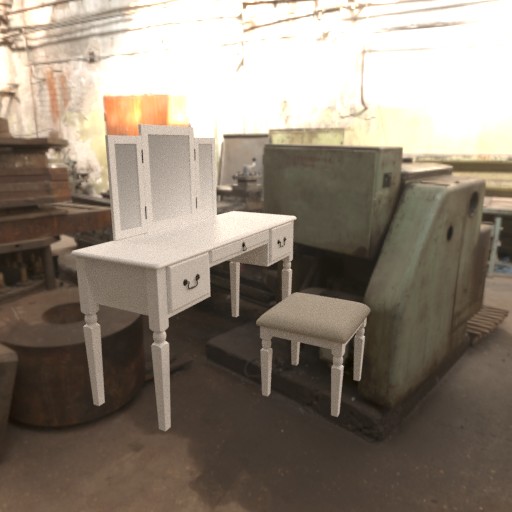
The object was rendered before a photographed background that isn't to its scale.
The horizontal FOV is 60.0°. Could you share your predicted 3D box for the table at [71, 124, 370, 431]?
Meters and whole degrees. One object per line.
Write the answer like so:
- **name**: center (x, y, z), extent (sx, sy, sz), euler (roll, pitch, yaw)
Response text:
- **table**: center (0.000, 0.000, 2.286), extent (1.115, 1.310, 1.369), euler (8, 16, 27)
